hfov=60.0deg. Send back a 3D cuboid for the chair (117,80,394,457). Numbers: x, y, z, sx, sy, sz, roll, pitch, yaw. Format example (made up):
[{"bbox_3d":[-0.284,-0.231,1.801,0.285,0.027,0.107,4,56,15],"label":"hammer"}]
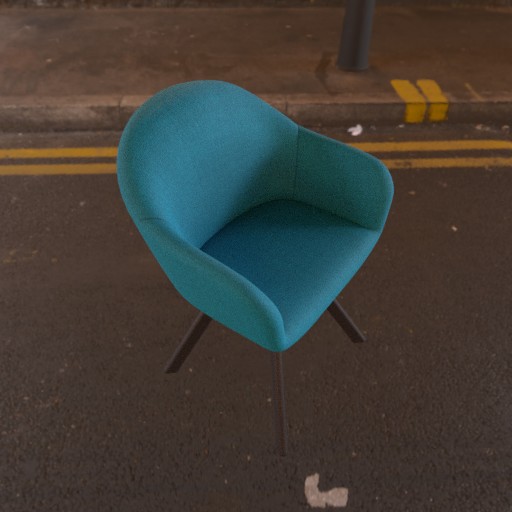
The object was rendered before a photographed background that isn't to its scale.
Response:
[{"bbox_3d":[0.000,0.000,1.182,0.550,0.795,0.590,26,48,26],"label":"chair"}]
